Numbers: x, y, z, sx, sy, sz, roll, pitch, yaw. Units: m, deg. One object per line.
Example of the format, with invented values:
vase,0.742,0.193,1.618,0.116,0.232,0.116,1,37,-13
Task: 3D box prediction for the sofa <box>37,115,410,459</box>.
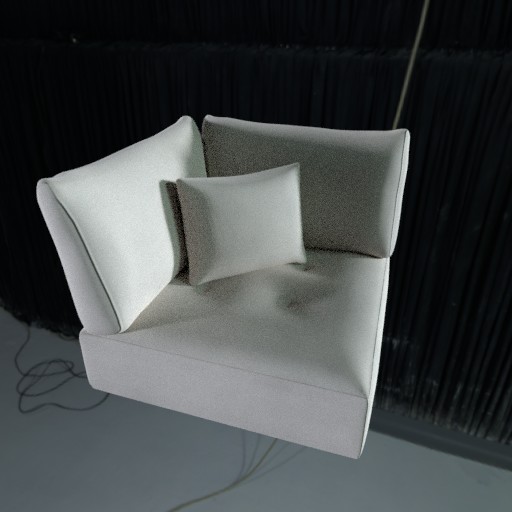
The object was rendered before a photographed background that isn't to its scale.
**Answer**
sofa,0.000,0.000,1.676,1.000,0.820,1.000,9,30,16
